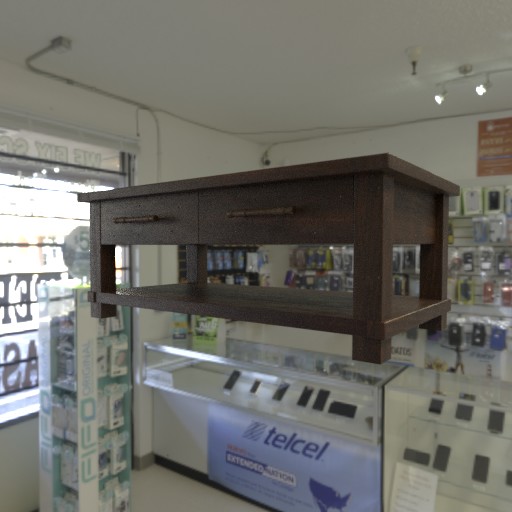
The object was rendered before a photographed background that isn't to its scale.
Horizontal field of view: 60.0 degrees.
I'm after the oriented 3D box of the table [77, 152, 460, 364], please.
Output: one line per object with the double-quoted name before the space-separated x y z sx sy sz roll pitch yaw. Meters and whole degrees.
"table" 0.000 0.000 1.658 1.270 0.494 0.700 1 1 37
